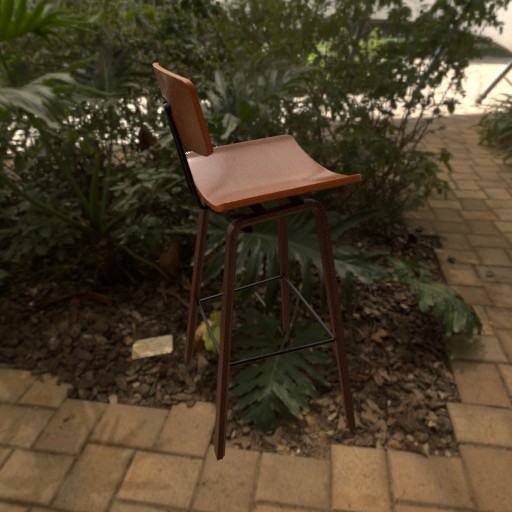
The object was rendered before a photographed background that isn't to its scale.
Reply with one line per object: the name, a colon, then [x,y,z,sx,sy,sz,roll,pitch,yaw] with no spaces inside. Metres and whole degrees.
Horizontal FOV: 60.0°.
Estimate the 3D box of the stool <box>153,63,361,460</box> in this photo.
stool: [0.000,0.000,1.214,0.440,0.969,0.509,-10,30,-17]
